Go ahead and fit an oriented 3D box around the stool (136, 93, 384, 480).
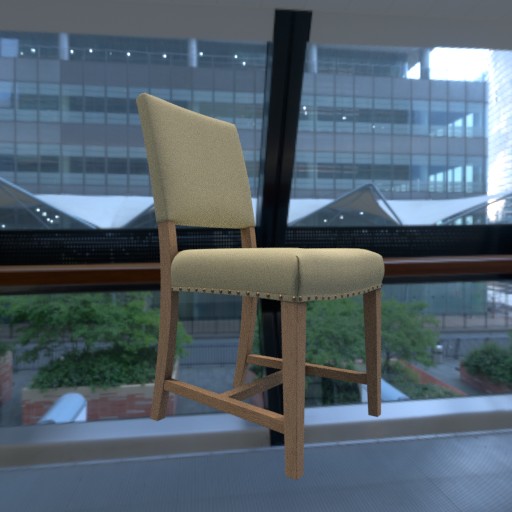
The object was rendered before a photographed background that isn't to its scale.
[{"bbox_3d":[0.000,0.000,1.355,0.623,0.986,0.508,1,1,37],"label":"stool"}]
